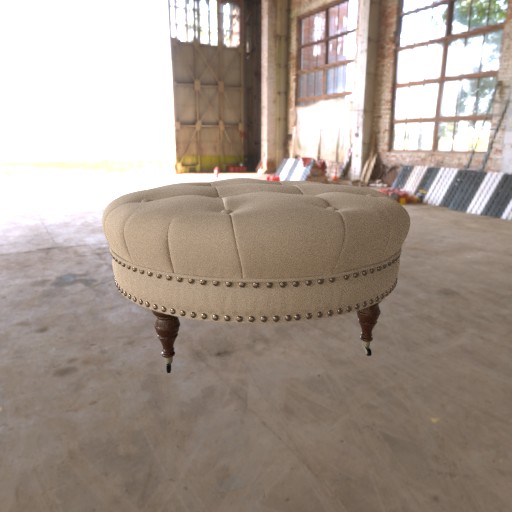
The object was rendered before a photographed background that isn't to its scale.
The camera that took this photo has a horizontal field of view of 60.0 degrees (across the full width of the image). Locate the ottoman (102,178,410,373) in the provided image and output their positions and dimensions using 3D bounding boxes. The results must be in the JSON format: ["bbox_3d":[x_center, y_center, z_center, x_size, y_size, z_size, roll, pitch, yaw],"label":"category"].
[{"bbox_3d":[0.000,0.000,1.379,0.901,0.439,0.901,0,15,0],"label":"ottoman"}]
